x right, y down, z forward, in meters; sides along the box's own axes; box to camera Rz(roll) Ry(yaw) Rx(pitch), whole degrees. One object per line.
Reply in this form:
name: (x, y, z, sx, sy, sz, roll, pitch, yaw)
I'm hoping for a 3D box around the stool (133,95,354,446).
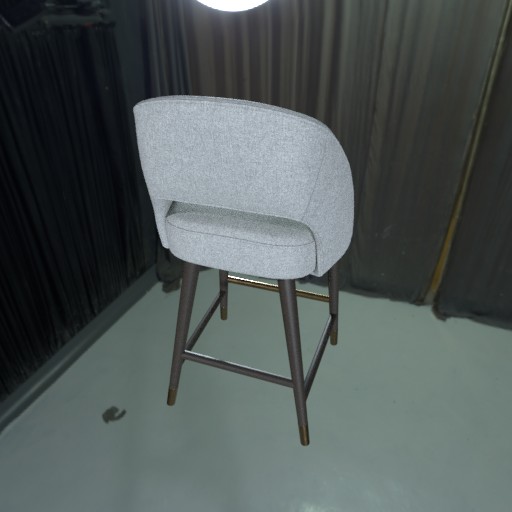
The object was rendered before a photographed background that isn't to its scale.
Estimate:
stool: (0.000, 0.000, 1.223, 0.494, 0.940, 0.509, 10, 33, 16)
